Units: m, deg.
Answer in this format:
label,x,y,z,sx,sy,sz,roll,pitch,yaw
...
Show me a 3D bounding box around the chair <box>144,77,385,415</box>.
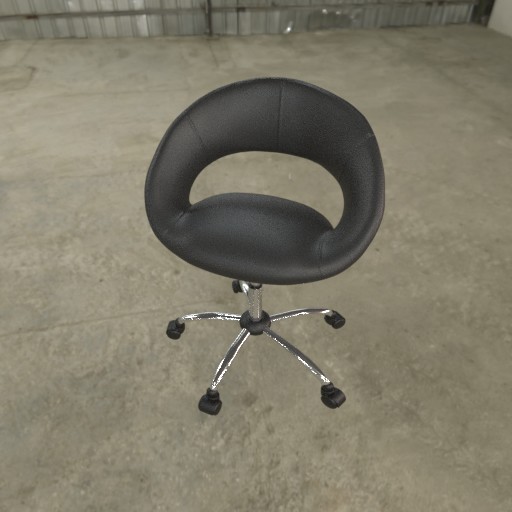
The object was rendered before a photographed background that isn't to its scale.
label,x,y,z,sx,sy,sz,roll,pitch,yaw
chair,0.000,0.000,1.182,0.612,0.791,0.538,12,41,14
